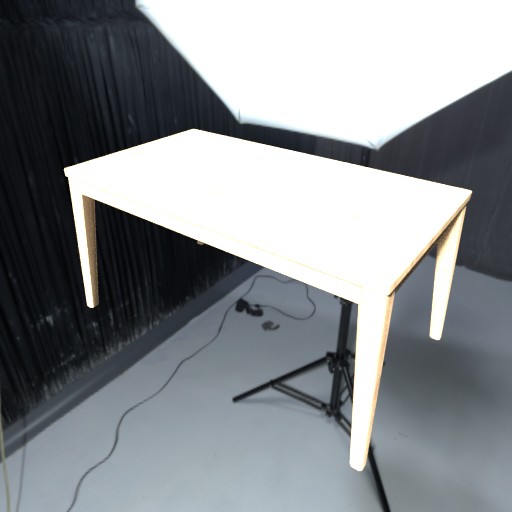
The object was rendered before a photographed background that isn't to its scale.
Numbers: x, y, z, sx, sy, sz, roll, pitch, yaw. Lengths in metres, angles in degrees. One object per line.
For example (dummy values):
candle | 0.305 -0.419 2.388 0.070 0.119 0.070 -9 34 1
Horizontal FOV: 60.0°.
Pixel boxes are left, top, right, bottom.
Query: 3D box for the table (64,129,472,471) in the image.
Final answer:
table | 0.000 0.000 2.078 1.600 0.760 0.900 21 37 31
